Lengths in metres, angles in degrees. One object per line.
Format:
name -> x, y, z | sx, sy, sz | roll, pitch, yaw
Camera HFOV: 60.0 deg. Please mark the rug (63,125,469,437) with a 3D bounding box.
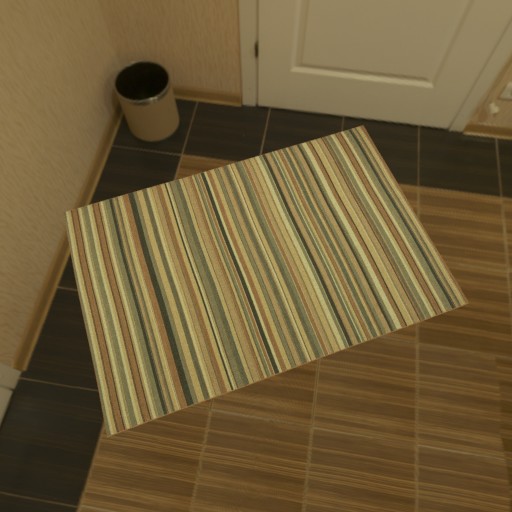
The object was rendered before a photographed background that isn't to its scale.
rug -> 0.000, 0.000, 2.328 | 1.829, 0.008, 1.219 | -18, 66, -8
